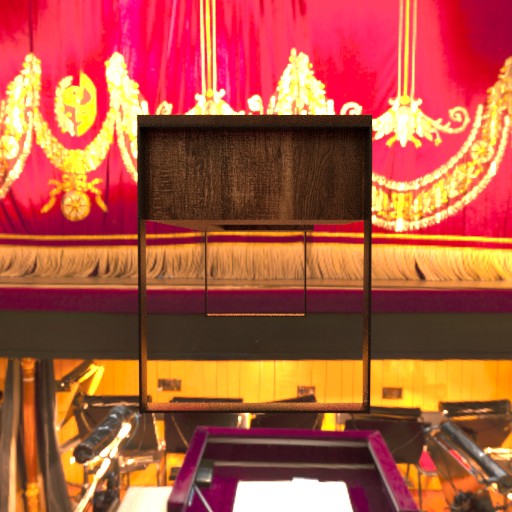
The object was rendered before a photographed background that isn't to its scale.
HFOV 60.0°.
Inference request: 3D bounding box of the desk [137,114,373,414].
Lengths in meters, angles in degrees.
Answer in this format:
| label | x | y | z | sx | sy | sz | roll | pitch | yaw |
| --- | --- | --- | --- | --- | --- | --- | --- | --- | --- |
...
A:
| label | x | y | z | sx | sy | sz | roll | pitch | yaw |
| --- | --- | --- | --- | --- | --- | --- | --- | --- | --- |
| desk | 0.000 | 0.000 | 1.888 | 0.599 | 0.762 | 1.524 | 0 | 2 | 0 |
